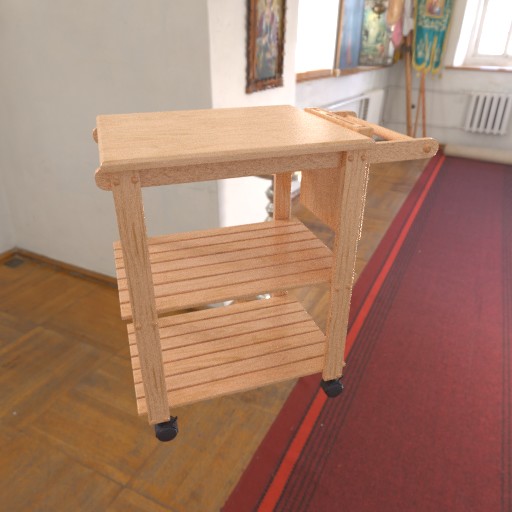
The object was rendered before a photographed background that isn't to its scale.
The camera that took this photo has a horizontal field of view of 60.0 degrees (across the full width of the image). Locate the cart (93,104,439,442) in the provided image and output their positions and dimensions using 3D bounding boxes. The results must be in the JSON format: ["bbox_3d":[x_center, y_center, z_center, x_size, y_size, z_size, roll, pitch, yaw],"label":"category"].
[{"bbox_3d":[0.000,0.000,1.375,0.843,0.816,0.520,-9,29,-16],"label":"cart"}]
